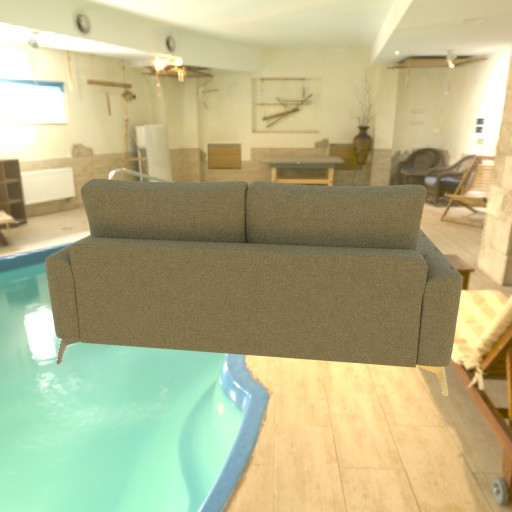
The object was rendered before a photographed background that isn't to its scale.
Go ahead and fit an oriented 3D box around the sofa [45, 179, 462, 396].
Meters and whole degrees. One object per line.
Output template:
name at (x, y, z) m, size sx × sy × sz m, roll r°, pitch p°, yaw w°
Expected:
sofa at (0.000, 0.000, 2.130) m, size 1.650 × 0.790 × 0.920 m, roll 2°, pitch 17°, yaw 8°
